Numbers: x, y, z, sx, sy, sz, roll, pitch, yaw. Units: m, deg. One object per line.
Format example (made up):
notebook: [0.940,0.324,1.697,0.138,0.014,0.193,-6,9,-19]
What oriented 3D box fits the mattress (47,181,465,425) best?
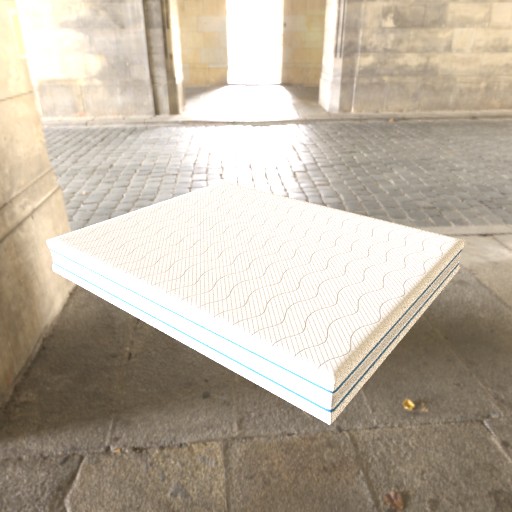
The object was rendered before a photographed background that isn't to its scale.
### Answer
mattress: [0.000,0.000,2.749,2.000,0.230,1.600,19,32,34]
